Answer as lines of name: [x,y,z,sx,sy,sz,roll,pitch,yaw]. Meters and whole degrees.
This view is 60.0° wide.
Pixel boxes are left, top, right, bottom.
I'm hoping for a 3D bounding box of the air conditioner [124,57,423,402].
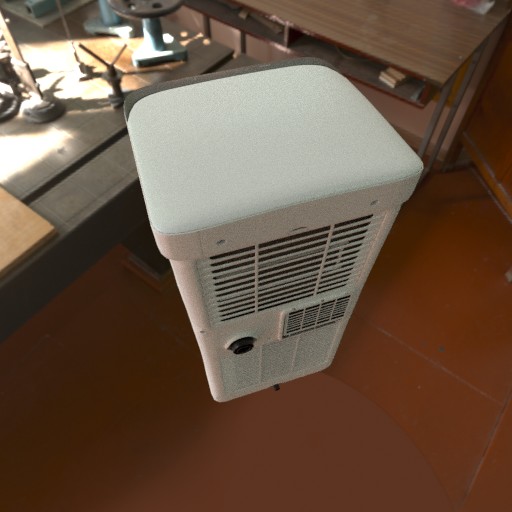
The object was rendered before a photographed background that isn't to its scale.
air conditioner: [0.000,0.000,0.904,0.352,0.716,0.369,-15,57,-10]
